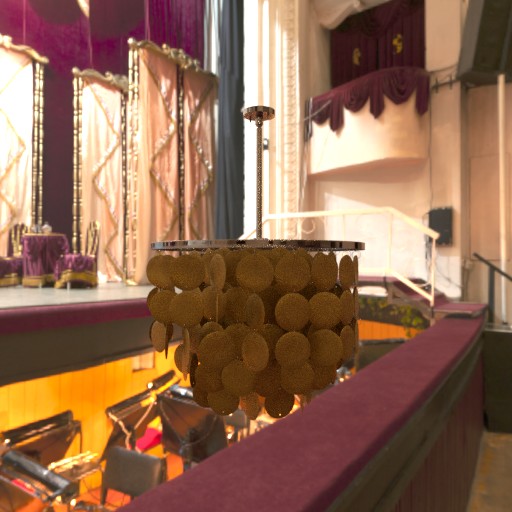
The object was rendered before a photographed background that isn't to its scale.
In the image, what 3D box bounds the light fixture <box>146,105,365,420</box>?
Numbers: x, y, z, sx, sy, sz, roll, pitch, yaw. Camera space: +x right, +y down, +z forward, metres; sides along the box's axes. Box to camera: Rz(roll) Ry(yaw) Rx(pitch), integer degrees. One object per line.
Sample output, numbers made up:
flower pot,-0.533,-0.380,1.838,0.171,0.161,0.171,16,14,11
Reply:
light fixture,0.000,0.000,0.752,0.368,0.492,0.368,0,0,0
